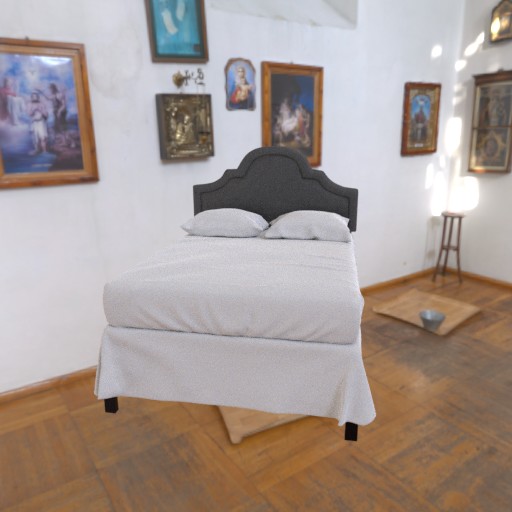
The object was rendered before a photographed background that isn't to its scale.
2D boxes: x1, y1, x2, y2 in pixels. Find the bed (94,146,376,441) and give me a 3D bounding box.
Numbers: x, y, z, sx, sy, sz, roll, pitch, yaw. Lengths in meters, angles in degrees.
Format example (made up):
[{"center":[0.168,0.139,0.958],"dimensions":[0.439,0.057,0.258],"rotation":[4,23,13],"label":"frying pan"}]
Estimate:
[{"center":[0.000,0.000,3.436],"dimensions":[1.780,1.634,2.222],"rotation":[3,15,10],"label":"bed"}]
